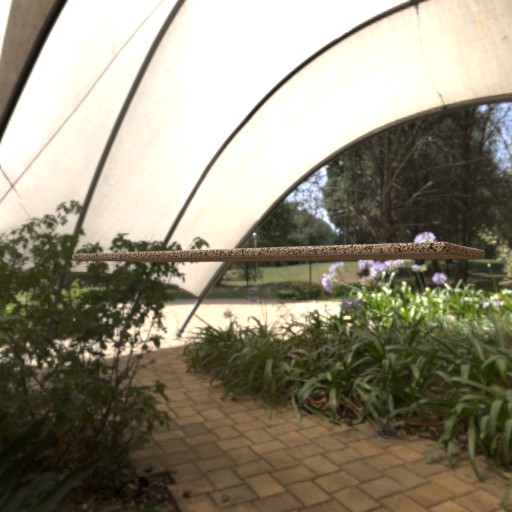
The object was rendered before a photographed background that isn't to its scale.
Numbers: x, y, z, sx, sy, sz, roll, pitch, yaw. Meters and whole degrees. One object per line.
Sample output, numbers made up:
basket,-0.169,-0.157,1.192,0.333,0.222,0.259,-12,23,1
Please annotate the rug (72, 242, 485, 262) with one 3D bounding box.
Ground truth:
rug,0.000,0.000,1.726,1.524,0.030,0.609,-1,-2,35
